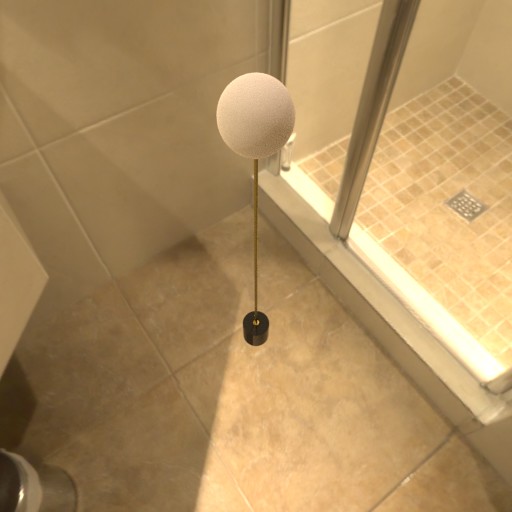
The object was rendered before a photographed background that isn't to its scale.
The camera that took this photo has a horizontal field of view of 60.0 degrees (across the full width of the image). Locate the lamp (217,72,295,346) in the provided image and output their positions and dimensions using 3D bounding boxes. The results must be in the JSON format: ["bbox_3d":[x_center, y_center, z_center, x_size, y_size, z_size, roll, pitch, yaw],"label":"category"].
[{"bbox_3d":[0.000,0.000,1.923,0.229,1.748,0.229,15,59,9],"label":"lamp"}]
